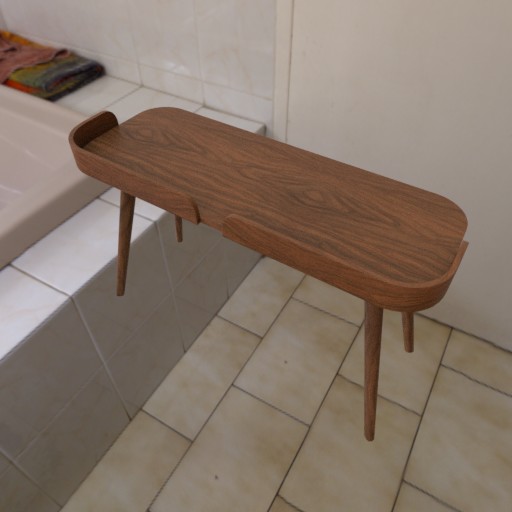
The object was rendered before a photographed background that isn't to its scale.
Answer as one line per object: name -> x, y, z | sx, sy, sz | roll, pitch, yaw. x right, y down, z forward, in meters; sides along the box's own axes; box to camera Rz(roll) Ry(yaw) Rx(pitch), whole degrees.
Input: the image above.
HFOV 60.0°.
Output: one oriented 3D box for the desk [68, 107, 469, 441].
desk -> 0.000, 0.000, 1.618 | 1.256, 0.800, 0.486 | 25, 50, 22
